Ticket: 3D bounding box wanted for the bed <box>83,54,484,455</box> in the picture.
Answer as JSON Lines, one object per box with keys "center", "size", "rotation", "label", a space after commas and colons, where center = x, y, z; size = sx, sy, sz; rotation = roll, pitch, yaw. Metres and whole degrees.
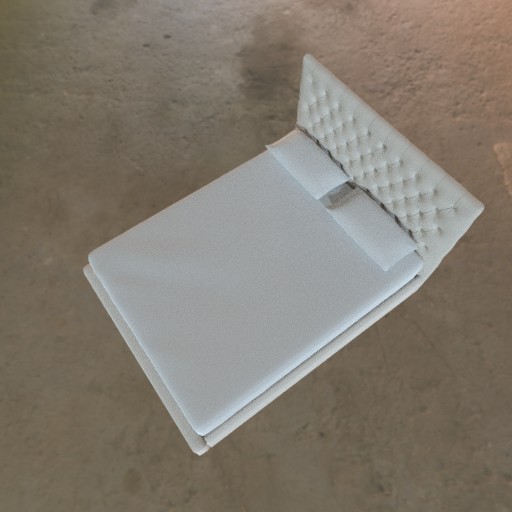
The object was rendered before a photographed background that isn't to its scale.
{"center": [0.000, 0.000, 3.289], "size": [2.233, 1.426, 1.696], "rotation": [-33, 68, -16], "label": "bed"}
